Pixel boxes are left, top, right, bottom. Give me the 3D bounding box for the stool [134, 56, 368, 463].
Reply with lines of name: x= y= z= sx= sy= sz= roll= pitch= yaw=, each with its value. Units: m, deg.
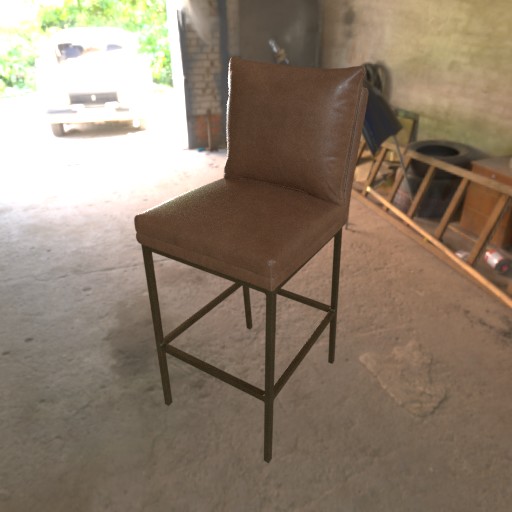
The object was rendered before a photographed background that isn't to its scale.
stool: x=0.000 y=0.000 z=1.428 sx=0.463 sy=1.124 sz=0.571 roll=18 pitch=35 yaw=28
